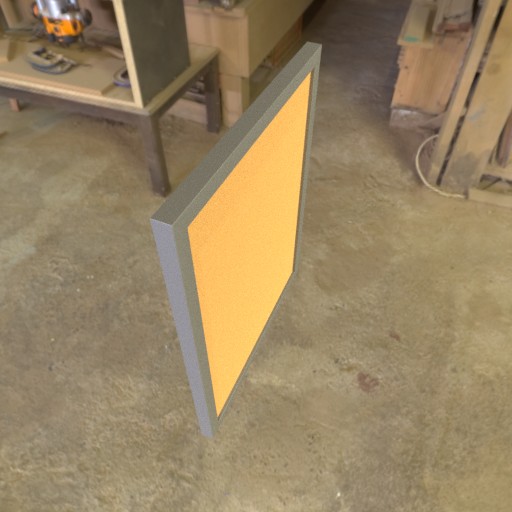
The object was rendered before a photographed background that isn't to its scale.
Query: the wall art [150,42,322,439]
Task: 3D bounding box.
[{"bbox_3d":[0.000,0.000,0.777,0.029,0.558,0.458,18,50,16],"label":"wall art"}]
